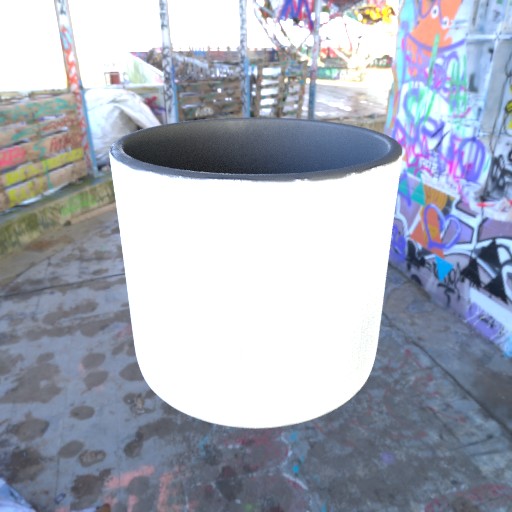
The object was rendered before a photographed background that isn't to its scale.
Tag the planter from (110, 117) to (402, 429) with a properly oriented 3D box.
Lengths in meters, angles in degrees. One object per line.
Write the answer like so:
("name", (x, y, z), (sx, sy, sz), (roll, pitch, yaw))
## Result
("planter", (0.000, 0.000, 0.384), (0.221, 0.201, 0.221), (0, 26, 0))
